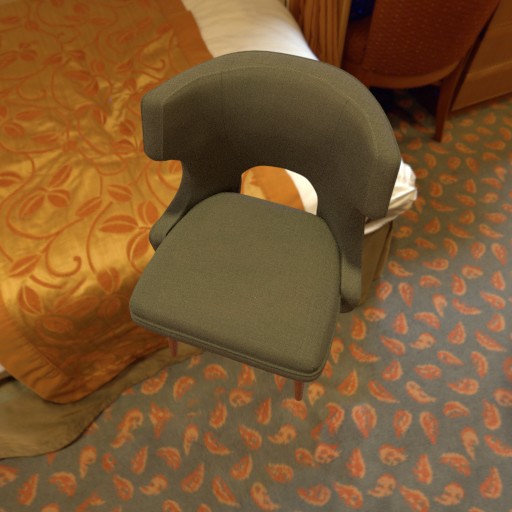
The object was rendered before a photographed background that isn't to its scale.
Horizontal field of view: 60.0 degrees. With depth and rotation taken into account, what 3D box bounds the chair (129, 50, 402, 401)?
[{"bbox_3d":[0.000,0.000,1.224,0.595,0.863,0.581,17,59,10],"label":"chair"}]
